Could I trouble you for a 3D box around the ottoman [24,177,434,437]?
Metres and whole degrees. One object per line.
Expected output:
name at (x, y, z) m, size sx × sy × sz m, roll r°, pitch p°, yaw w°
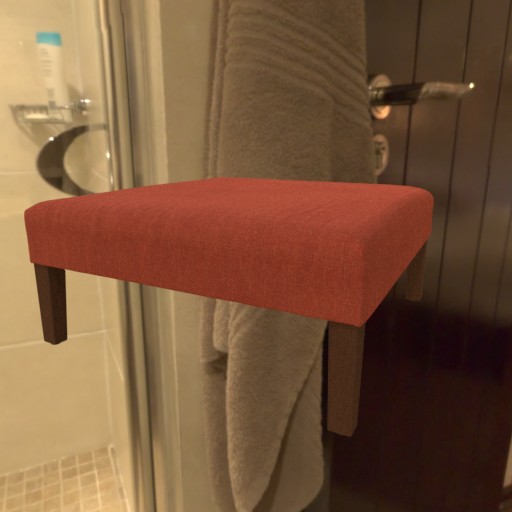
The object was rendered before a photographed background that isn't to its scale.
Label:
ottoman at (0.000, 0.000, 1.349) m, size 0.889 × 0.411 × 0.890 m, roll 8°, pitch 17°, yaw 27°
